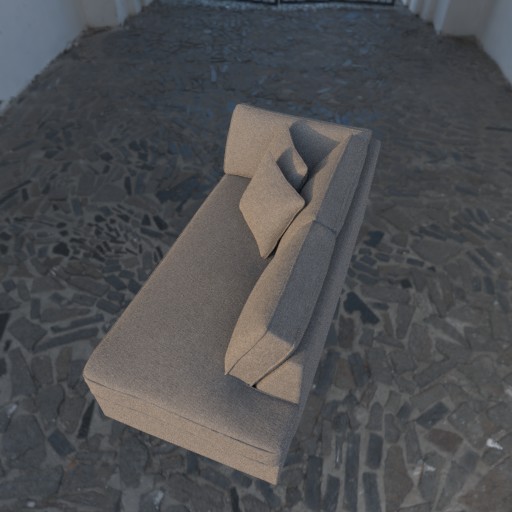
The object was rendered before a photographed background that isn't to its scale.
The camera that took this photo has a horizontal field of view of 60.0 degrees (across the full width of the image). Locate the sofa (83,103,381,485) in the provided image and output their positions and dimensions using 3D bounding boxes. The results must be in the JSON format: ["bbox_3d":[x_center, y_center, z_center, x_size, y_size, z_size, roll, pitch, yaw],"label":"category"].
[{"bbox_3d":[0.000,0.000,2.802,1.110,1.033,2.237,15,48,14],"label":"sofa"}]
